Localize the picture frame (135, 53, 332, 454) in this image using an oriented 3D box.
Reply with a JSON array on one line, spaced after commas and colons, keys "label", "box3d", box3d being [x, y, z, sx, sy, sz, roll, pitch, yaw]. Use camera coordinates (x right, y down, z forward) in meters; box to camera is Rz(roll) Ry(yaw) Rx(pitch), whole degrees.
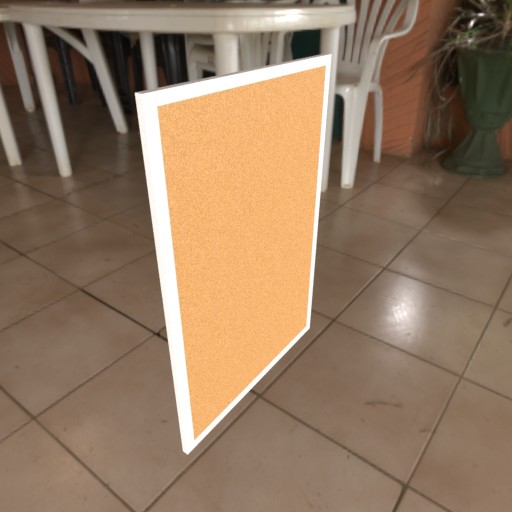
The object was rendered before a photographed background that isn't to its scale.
[{"label": "picture frame", "box3d": [0.000, 0.000, 0.836, 0.013, 0.657, 0.457, 21, 37, 30]}]
